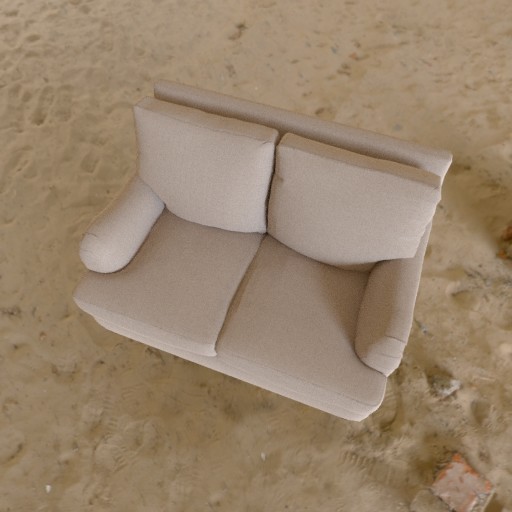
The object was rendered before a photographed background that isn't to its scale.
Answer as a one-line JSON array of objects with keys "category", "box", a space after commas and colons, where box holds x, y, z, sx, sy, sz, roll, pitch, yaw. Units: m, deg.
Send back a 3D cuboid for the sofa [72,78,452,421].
[{"category": "sofa", "box": [0.000, 0.000, 2.178, 1.508, 1.048, 1.087, 18, 60, 11]}]
